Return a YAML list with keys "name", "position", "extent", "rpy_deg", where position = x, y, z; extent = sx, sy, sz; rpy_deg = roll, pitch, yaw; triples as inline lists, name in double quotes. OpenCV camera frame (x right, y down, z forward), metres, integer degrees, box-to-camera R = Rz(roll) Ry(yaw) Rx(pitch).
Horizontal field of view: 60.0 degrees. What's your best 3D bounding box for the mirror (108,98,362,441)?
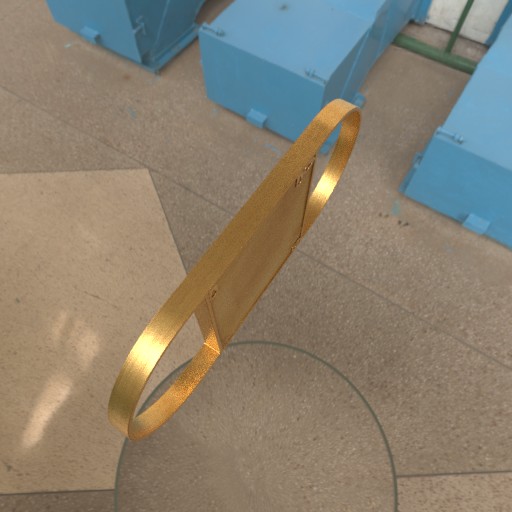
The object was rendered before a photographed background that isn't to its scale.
- name: "mirror"
  position: [0.000, 0.000, 0.650]
  extent: [0.032, 0.254, 0.584]
  rpy_deg: [31, 67, 14]
